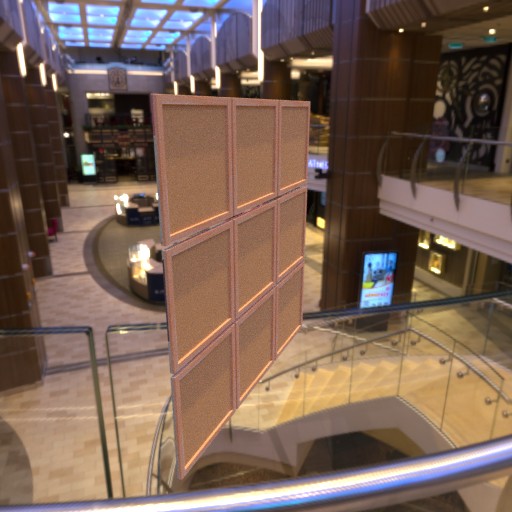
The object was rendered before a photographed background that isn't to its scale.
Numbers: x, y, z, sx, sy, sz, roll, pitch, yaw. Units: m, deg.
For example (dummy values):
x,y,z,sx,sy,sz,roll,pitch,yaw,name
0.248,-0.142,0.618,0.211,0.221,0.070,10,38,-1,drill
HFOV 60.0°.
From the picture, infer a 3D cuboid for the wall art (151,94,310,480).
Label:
x,y,z,sx,sy,sz,roll,pitch,yaw,name
0.000,0.000,1.362,0.012,0.910,0.911,8,20,24,wall art
